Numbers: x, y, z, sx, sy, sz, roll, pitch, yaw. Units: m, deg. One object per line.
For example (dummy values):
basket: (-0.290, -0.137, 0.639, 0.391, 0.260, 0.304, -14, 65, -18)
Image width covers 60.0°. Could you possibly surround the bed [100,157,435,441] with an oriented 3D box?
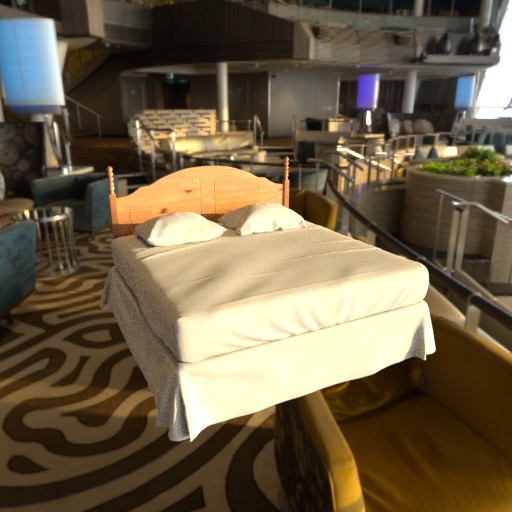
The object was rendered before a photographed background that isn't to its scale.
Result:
bed: (0.000, 0.000, 3.705, 2.322, 1.355, 2.219, -9, 20, -26)
